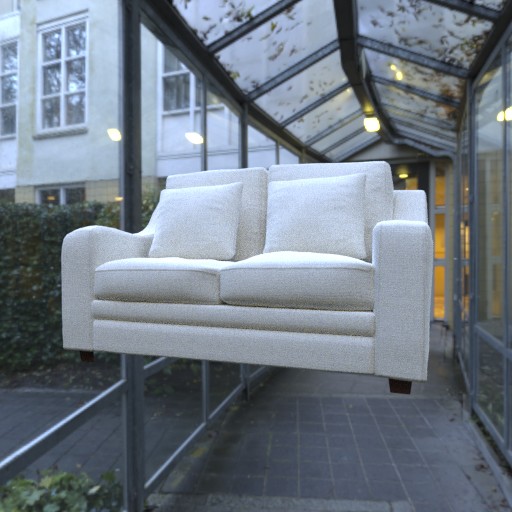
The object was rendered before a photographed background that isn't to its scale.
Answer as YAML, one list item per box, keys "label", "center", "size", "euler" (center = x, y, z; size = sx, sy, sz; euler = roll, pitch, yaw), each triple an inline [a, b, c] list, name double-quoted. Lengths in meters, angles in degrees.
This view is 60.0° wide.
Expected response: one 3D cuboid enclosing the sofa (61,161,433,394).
- label: "sofa"
  center: [0.000, 0.000, 2.353]
  size: [1.744, 1.047, 1.040]
  euler: [0, 1, 19]
